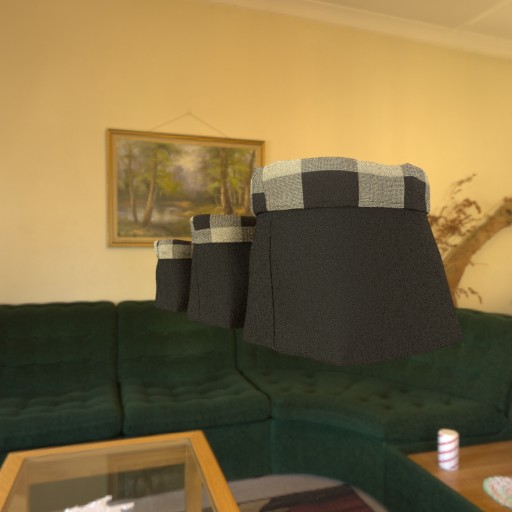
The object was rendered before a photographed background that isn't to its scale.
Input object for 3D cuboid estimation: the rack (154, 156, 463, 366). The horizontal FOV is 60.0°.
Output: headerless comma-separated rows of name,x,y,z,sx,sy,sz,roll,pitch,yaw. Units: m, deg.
rack,0.000,0.000,1.076,0.370,0.329,0.889,-1,1,-35
